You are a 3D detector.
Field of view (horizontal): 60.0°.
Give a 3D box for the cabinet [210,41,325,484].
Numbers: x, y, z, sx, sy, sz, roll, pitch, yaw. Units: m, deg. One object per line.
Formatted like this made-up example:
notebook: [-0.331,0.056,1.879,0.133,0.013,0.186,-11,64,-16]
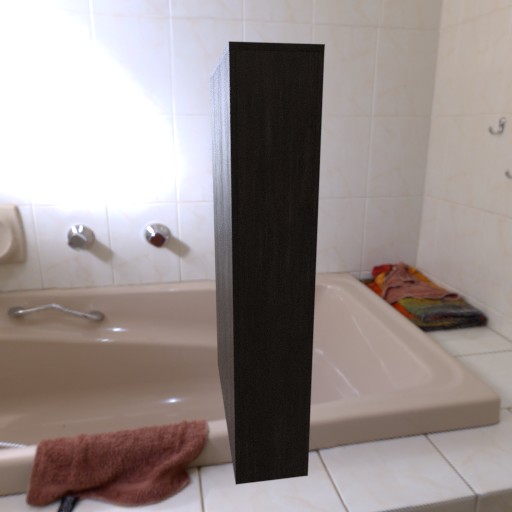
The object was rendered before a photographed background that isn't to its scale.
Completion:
cabinet: [0.000,0.000,1.598,0.250,1.280,0.750,-3,16,-9]
